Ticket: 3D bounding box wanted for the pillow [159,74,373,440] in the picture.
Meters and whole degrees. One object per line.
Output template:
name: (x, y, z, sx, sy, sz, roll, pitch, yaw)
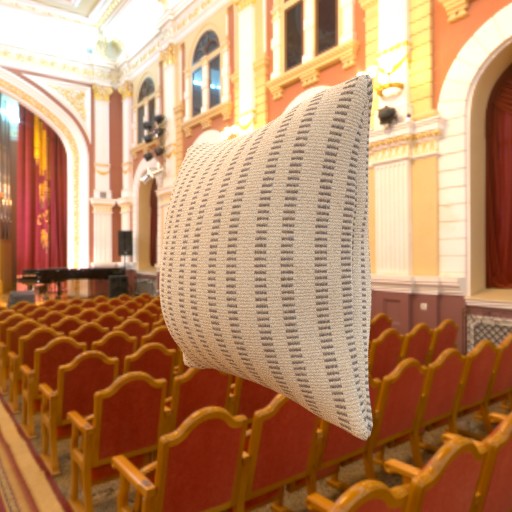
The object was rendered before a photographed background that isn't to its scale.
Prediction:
pillow: (0.000, 0.000, 0.675, 0.247, 0.419, 0.438, 0, 0, -36)
